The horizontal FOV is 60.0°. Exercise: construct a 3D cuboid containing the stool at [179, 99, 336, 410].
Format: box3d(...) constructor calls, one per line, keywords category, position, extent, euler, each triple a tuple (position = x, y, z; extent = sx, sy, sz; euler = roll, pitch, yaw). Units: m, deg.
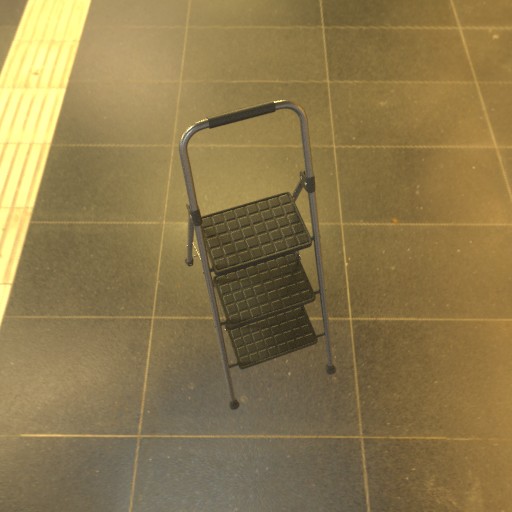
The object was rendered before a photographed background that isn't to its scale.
box3d(category="stool", position=(0.000, 0.000, 1.496), extent=(0.473, 1.121, 0.733), euler=(-17, 64, -9))
